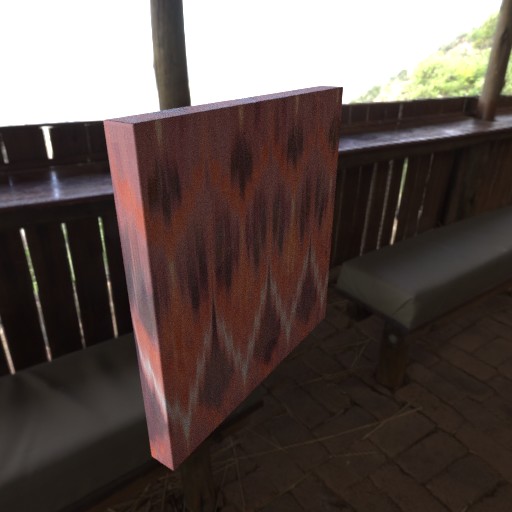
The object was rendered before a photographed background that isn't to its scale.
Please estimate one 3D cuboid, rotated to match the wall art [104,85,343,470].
[{"bbox_3d":[0.000,0.000,0.604,0.038,0.406,0.403,17,30,31],"label":"wall art"}]
